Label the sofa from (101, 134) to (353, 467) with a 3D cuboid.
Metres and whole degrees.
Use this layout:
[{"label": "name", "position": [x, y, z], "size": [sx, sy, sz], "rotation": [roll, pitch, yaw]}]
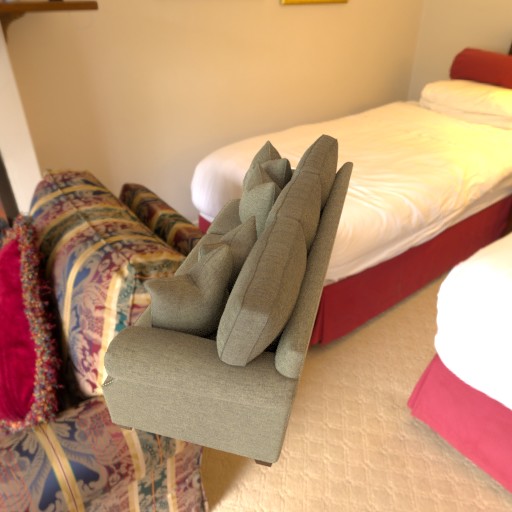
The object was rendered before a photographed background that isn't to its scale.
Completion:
[{"label": "sofa", "position": [0.000, 0.000, 2.784], "size": [0.965, 0.975, 2.312], "rotation": [8, 33, 13]}]
